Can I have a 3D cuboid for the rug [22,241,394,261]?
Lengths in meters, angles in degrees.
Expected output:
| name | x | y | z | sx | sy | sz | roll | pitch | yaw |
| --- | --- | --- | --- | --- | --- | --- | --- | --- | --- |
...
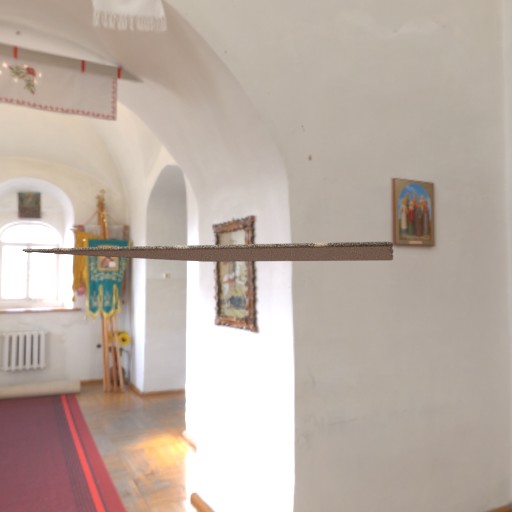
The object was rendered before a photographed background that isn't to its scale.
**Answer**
| name | x | y | z | sx | sy | sz | roll | pitch | yaw |
| --- | --- | --- | --- | --- | --- | --- | --- | --- | --- |
| rug | 0.000 | 0.000 | 4.050 | 2.399 | 0.026 | 3.000 | -1 | -2 | 17 |
